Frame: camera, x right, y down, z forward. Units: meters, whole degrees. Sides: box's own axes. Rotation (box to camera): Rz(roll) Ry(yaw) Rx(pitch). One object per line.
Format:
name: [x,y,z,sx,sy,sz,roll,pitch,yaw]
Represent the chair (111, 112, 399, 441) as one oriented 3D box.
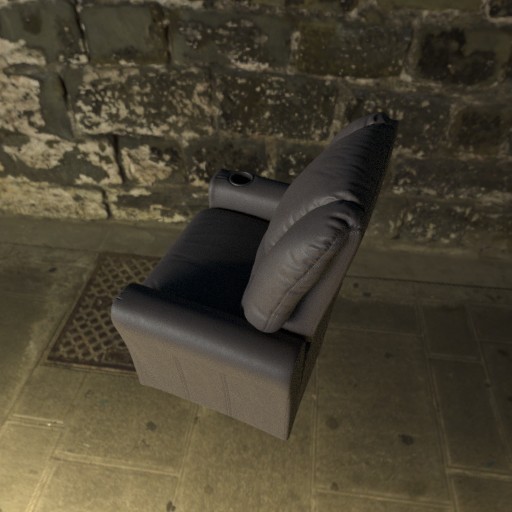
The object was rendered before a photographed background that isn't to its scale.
chair: [0.000,0.000,1.121,0.521,0.709,0.610,16,47,15]
